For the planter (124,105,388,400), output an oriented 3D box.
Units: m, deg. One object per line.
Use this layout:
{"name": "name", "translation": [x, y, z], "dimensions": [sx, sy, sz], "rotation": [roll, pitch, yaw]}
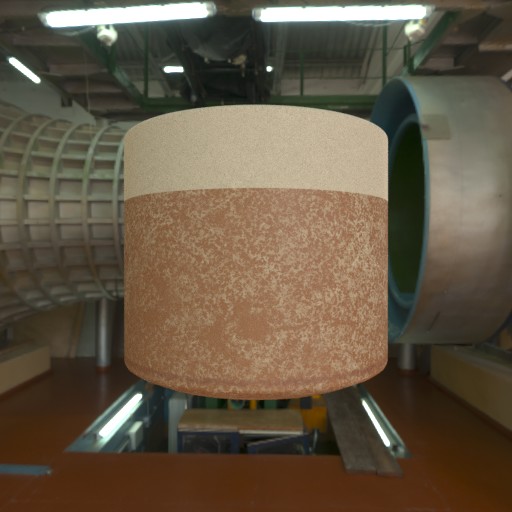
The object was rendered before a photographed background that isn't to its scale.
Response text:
{"name": "planter", "translation": [0.000, 0.000, 0.278], "dimensions": [0.159, 0.138, 0.159], "rotation": [0, 0, 0]}
